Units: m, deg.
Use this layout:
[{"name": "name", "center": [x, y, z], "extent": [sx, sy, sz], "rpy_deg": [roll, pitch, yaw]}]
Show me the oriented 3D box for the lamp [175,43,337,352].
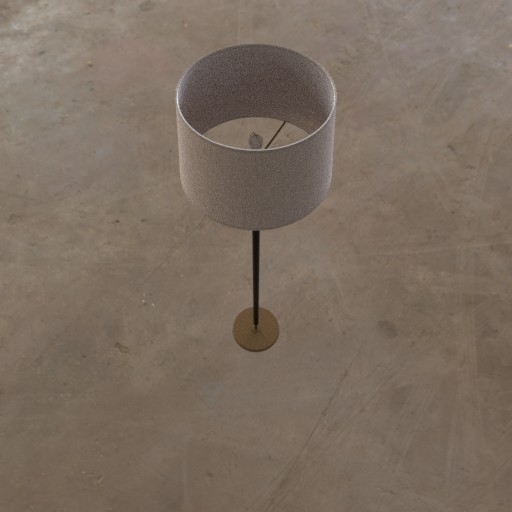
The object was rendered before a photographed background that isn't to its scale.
[{"name": "lamp", "center": [0.000, 0.000, 1.634], "extent": [0.420, 1.447, 0.420], "rpy_deg": [0, 59, 0]}]
